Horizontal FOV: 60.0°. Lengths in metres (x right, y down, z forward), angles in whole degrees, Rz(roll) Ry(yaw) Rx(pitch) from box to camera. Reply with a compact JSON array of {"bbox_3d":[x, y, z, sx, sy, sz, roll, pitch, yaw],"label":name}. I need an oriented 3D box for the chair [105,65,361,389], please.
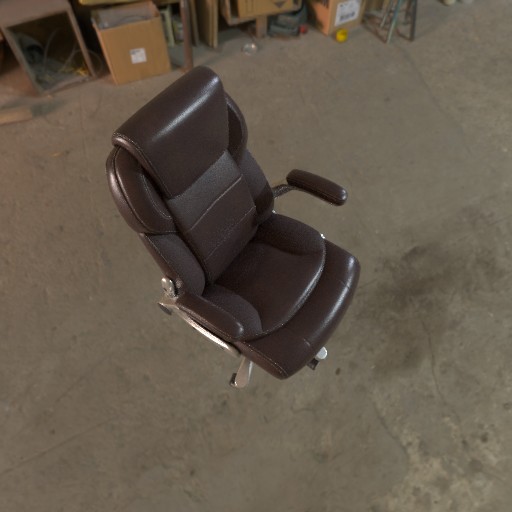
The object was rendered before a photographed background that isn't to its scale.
[{"bbox_3d":[0.000,0.000,1.678,0.774,1.160,0.733,31,63,18],"label":"chair"}]
